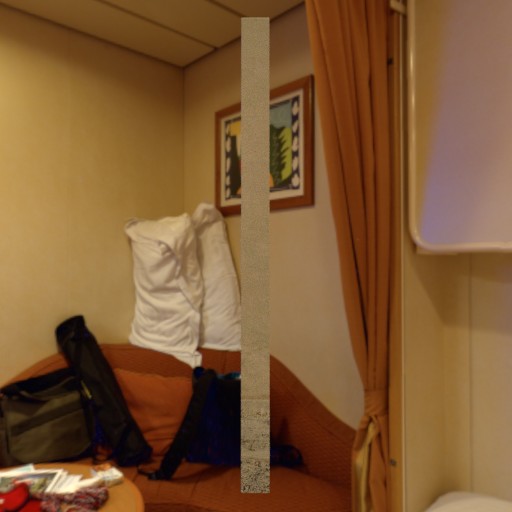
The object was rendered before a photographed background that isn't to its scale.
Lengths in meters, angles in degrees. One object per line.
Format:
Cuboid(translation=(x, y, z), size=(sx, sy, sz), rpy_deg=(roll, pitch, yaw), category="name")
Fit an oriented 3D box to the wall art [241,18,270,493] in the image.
Cuboid(translation=(0.000, 0.000, 0.767), size=(0.036, 0.607, 0.403), rpy_deg=(0, -1, 0), category="wall art")
